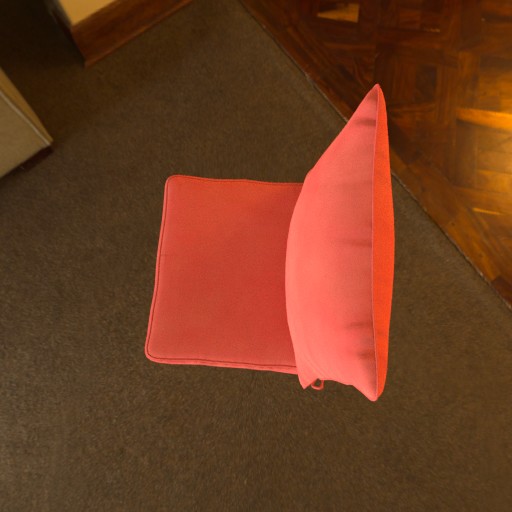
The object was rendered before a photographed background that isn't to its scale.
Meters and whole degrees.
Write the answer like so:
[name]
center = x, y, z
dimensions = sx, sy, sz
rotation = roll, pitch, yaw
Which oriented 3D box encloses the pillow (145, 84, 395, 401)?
[pillow]
center = 0.000, 0.000, 1.370
dimensions = 0.733, 0.725, 0.798
rotation = 4, 77, 1
